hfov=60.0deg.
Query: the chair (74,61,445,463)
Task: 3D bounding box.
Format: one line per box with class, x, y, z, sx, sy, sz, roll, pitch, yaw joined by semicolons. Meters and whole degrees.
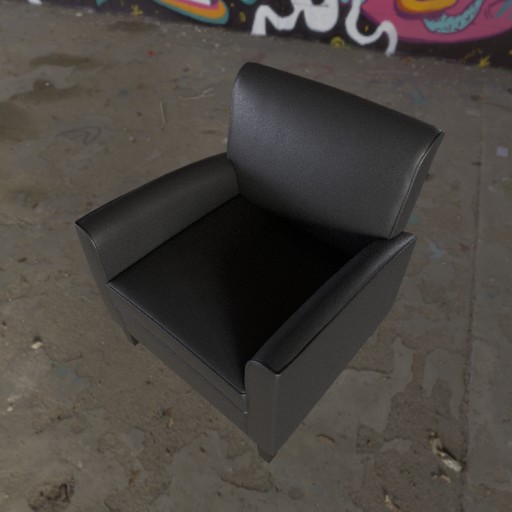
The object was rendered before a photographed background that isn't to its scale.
chair;0.000;0.000;1.520;0.820;0.916;0.819;32;54;27
